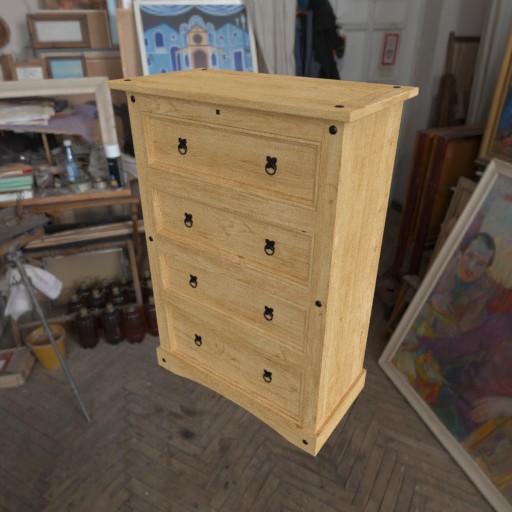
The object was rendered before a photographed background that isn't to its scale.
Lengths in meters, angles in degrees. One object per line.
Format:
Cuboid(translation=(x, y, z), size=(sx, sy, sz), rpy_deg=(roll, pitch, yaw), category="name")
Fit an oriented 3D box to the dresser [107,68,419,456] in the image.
Cuboid(translation=(0.000, 0.000, 1.769), size=(0.915, 1.300, 0.485), rpy_deg=(19, 34, 31), category="dresser")
